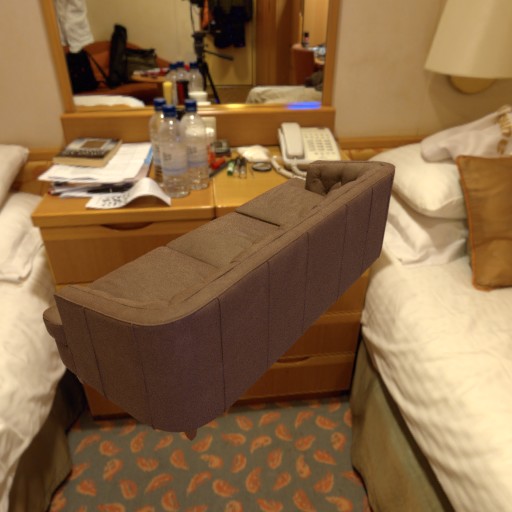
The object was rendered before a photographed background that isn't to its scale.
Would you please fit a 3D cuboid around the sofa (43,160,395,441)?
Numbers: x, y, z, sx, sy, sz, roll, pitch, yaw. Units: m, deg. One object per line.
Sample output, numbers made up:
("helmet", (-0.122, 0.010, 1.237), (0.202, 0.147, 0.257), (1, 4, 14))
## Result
("sofa", (0.000, 0.000, 2.639), (0.927, 0.787, 2.227), (21, 36, 31))
